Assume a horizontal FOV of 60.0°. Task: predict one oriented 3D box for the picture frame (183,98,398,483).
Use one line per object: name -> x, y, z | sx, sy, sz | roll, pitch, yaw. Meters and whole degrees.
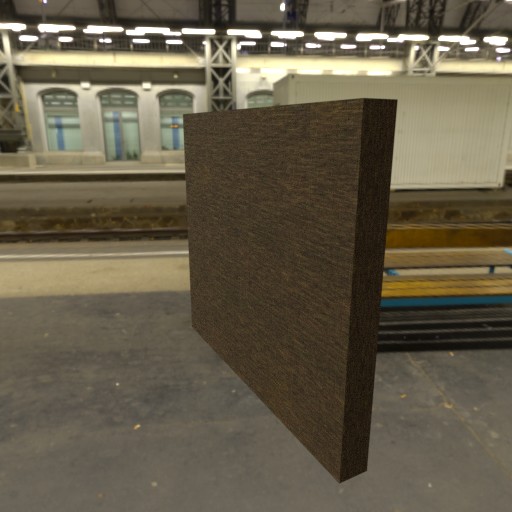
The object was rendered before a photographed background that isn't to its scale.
picture frame -> 0.000, 0.000, 0.524 | 0.033, 0.330, 0.378 | -8, 18, -27
